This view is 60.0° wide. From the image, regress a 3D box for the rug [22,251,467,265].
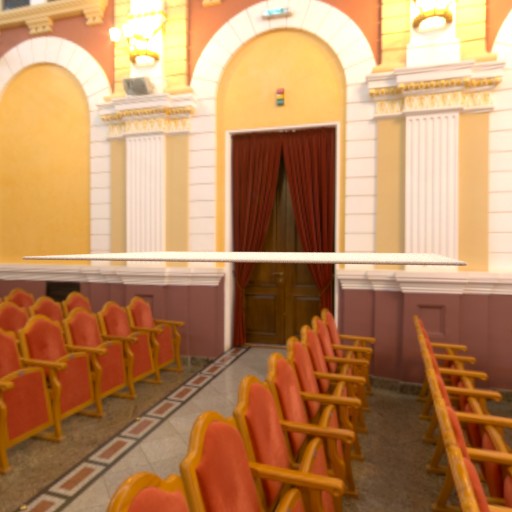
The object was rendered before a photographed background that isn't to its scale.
[{"bbox_3d":[0.000,0.000,2.298,1.829,0.013,1.219,1,2,17],"label":"rug"}]
